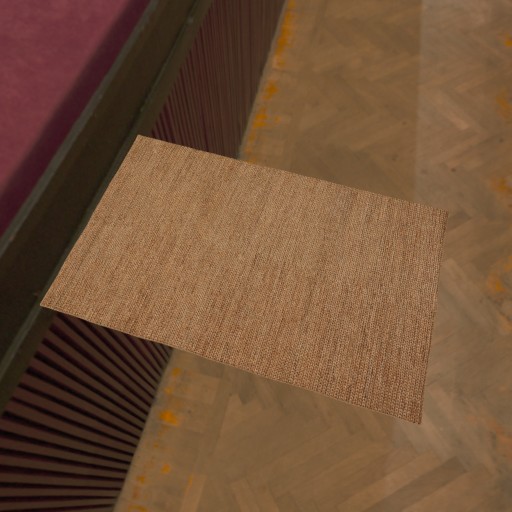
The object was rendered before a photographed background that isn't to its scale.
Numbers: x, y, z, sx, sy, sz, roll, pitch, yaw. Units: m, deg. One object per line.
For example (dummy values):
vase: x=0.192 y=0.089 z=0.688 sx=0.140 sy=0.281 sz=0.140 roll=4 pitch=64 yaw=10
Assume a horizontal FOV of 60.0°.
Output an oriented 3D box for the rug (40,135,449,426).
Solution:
rug: x=0.000 y=0.000 z=3.015 sx=2.438 sy=0.034 sz=1.521 roll=15 pitch=63 yaw=8
